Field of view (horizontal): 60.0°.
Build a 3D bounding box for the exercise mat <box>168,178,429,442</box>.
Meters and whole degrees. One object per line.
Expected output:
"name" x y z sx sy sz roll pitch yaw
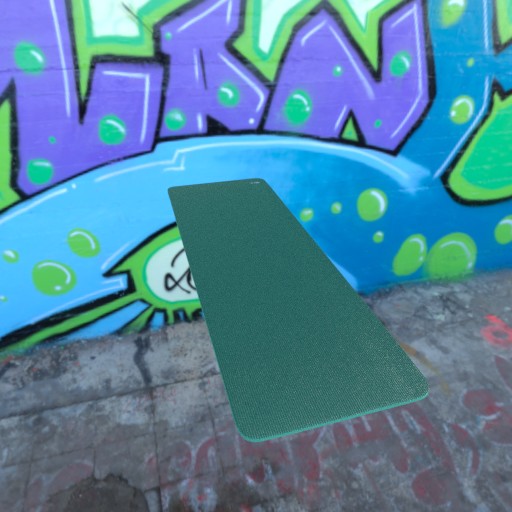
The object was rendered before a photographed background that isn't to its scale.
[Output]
"exercise mat" 0.000 0.000 2.039 0.616 0.021 1.869 -8 32 -14
